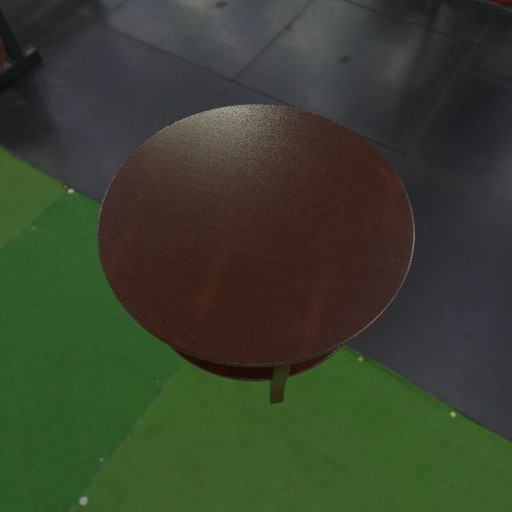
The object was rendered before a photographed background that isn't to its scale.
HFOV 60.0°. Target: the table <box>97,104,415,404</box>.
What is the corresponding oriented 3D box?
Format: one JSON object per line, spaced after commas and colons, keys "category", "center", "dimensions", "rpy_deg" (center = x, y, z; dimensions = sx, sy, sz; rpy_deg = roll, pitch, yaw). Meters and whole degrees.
{"category": "table", "center": [0.000, 0.000, 1.507], "dimensions": [0.911, 0.512, 0.911], "rpy_deg": [0, 59, 0]}
